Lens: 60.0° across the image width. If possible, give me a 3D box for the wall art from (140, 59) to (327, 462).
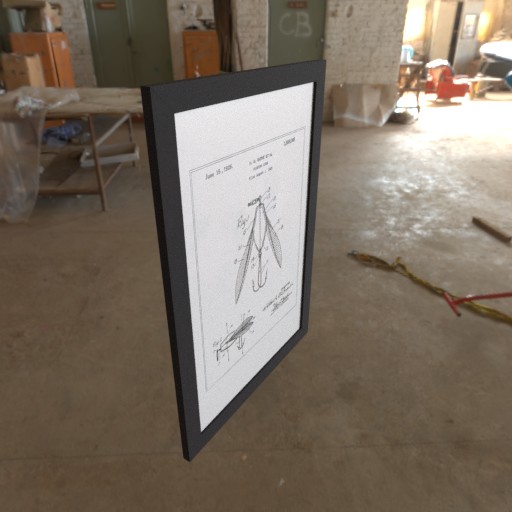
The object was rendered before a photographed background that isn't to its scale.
[{"bbox_3d":[0.000,0.000,0.686,0.013,0.534,0.380,17,33,29],"label":"wall art"}]
